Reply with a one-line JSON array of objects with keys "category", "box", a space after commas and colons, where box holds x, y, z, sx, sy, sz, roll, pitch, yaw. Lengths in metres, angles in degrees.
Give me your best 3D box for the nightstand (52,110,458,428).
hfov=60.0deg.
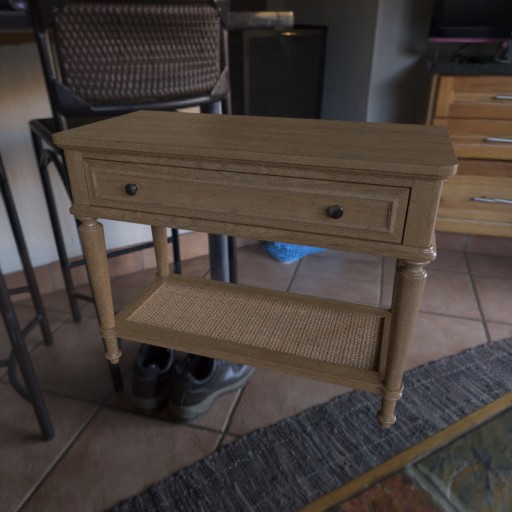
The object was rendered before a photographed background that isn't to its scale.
[{"category": "nightstand", "box": [0.000, 0.000, 1.266, 0.914, 0.700, 0.432, 8, 28, 16]}]
